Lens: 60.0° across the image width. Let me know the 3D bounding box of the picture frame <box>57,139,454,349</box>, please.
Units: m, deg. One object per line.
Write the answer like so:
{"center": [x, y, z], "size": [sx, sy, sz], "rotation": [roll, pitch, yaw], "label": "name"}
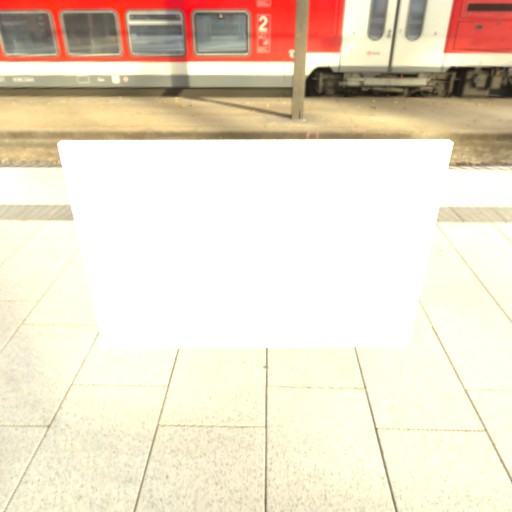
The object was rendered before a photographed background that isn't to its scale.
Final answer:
{"center": [0.000, 0.000, 1.234], "size": [0.950, 0.640, 0.029], "rotation": [0, 30, -1], "label": "picture frame"}
